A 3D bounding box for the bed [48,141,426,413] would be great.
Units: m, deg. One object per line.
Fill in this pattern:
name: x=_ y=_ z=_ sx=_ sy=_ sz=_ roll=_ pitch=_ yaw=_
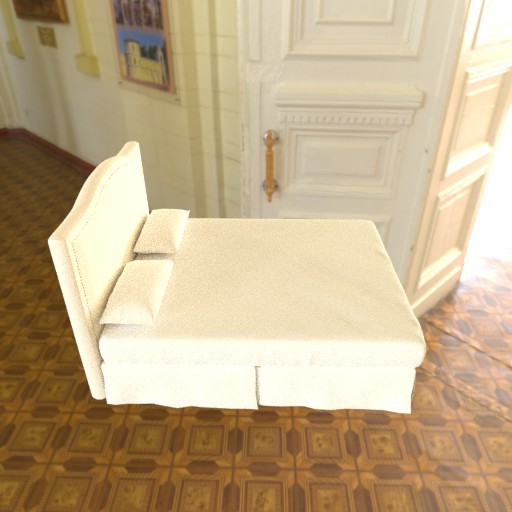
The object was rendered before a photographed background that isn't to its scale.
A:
bed: x=0.000 y=0.000 z=3.479 sx=2.282 sy=1.436 sz=1.821 roll=1 pitch=33 yaw=1
